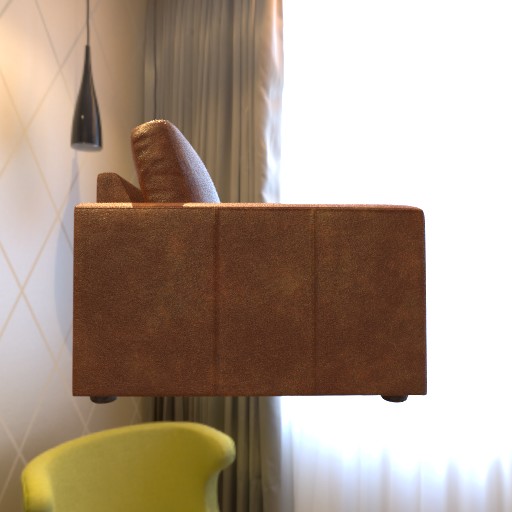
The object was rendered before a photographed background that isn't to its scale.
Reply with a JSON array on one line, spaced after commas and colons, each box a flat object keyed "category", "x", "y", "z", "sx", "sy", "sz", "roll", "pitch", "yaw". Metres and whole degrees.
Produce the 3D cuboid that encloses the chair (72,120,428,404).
[{"category": "chair", "x": 0.000, "y": 0.000, "z": 1.713, "sx": 1.016, "sy": 0.873, "sz": 1.005, "roll": 0, "pitch": -1, "yaw": 0}]
